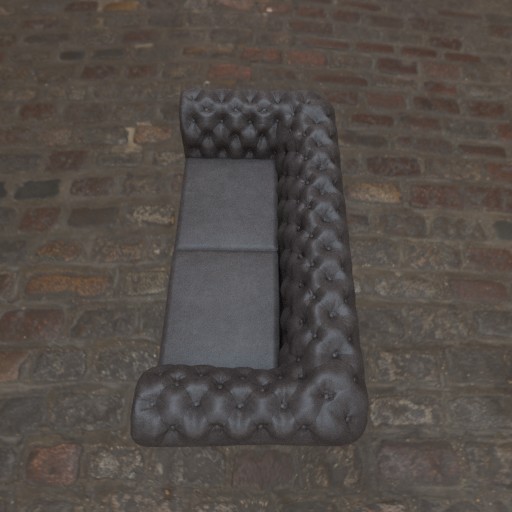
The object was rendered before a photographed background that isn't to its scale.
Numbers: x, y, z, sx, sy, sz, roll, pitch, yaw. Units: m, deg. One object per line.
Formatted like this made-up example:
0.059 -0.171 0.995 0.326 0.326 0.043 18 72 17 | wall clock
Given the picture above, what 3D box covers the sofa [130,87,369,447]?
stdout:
0.000 0.000 2.465 0.944 0.779 2.048 1 59 0 | sofa
